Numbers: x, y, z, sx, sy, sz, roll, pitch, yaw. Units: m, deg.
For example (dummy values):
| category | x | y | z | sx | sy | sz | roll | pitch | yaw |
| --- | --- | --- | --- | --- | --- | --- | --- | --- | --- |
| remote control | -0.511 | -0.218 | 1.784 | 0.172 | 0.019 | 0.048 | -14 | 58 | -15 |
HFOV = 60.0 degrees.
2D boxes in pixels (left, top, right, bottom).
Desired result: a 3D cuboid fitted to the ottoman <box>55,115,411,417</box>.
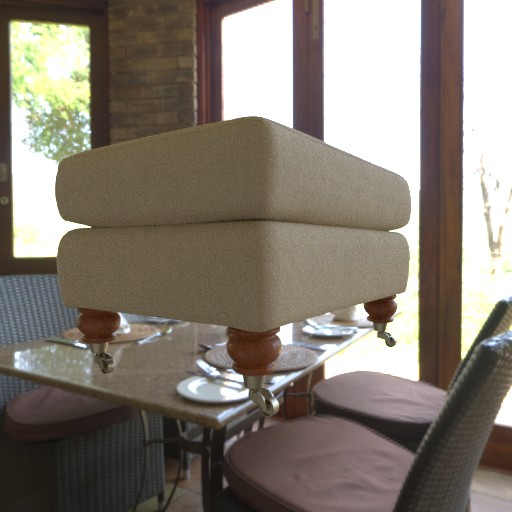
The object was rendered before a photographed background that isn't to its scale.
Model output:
| category | x | y | z | sx | sy | sz | roll | pitch | yaw |
| --- | --- | --- | --- | --- | --- | --- | --- | --- | --- |
| ottoman | 0.000 | 0.000 | 1.108 | 0.569 | 0.504 | 0.773 | 1 | 1 | 35 |
